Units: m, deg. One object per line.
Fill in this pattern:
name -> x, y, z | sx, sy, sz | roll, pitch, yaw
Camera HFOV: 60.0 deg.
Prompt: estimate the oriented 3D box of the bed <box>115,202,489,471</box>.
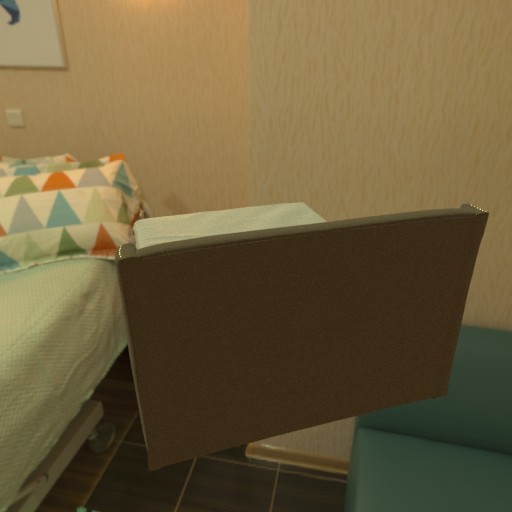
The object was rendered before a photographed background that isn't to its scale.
bed -> 0.000, 0.000, 3.330 | 1.925, 1.332, 2.276 | -8, 27, -15
